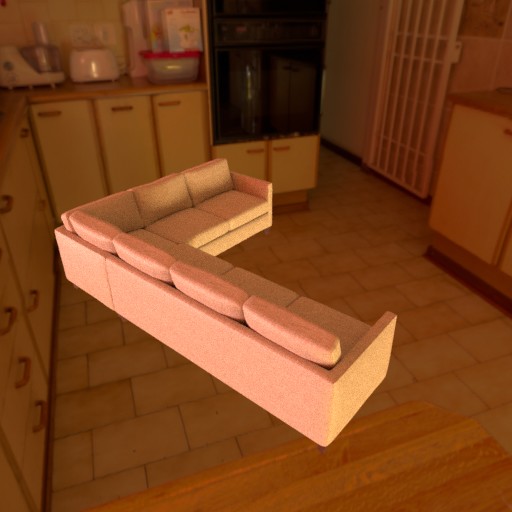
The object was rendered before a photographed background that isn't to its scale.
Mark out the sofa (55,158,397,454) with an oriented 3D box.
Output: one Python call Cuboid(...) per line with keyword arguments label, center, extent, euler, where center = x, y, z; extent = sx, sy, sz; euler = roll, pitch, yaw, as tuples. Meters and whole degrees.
Cuboid(label="sofa", center=(0.000, 0.000, 4.525), extent=(3.333, 0.934, 2.522), euler=(23, 37, 34))
